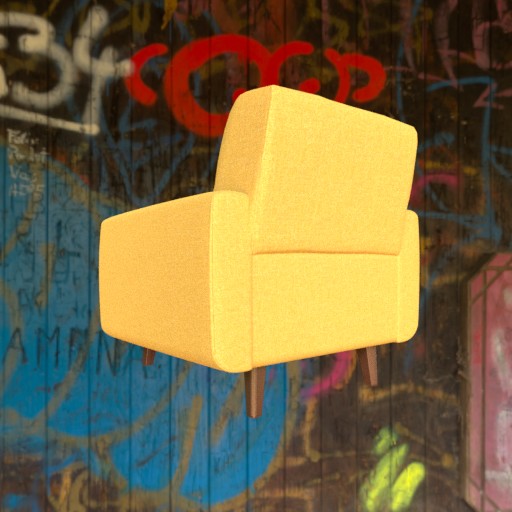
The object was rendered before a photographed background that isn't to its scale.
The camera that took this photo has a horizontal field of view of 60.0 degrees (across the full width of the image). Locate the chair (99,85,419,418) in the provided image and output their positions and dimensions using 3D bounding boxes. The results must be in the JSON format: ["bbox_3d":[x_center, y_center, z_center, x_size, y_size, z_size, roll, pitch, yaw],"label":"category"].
[{"bbox_3d":[0.000,0.000,1.557,0.831,0.841,0.909,0,0,-37],"label":"chair"}]
